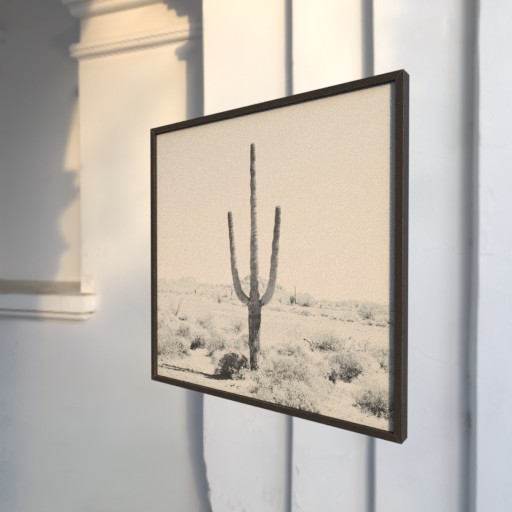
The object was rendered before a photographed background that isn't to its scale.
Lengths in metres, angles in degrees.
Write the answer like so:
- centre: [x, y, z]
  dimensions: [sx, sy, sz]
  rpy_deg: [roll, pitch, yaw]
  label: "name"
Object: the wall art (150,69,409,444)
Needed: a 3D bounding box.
- centre: [0.000, 0.000, 1.138]
  dimensions: [0.762, 0.762, 0.038]
  rpy_deg: [1, 1, 36]
  label: "wall art"
